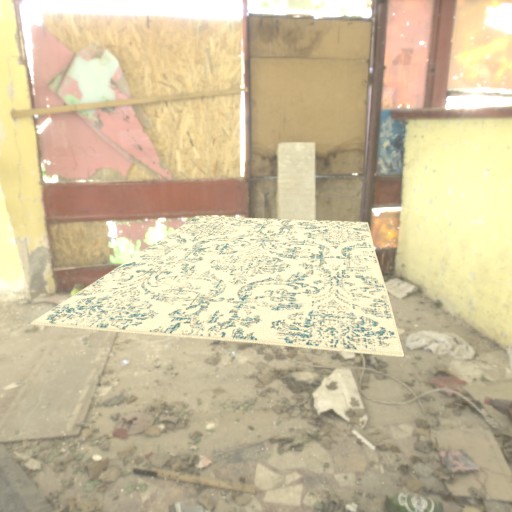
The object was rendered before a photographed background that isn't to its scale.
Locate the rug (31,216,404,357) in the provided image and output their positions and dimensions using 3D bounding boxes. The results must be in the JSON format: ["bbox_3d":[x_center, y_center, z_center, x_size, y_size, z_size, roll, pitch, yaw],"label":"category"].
[{"bbox_3d":[0.000,0.000,2.253,1.213,0.012,1.831,3,17,10],"label":"rug"}]
